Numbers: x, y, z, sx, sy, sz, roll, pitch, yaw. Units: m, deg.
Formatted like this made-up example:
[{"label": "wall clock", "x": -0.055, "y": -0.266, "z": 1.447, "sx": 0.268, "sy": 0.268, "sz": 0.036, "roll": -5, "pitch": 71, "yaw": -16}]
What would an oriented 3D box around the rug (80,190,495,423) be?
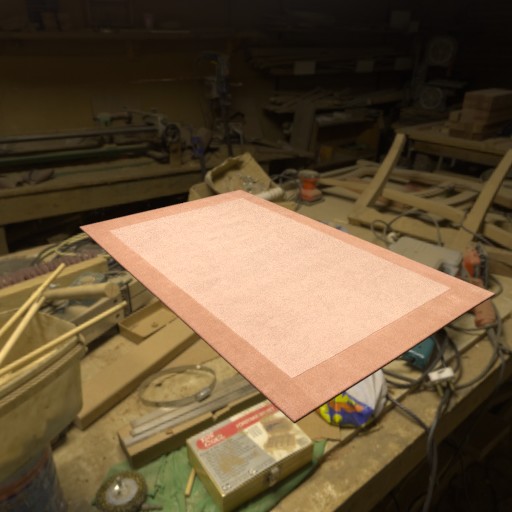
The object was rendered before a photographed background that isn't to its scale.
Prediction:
[{"label": "rug", "x": 0.000, "y": 0.000, "z": 2.942, "sx": 1.524, "sy": 0.014, "sz": 2.438, "roll": -19, "pitch": 32, "yaw": -33}]
